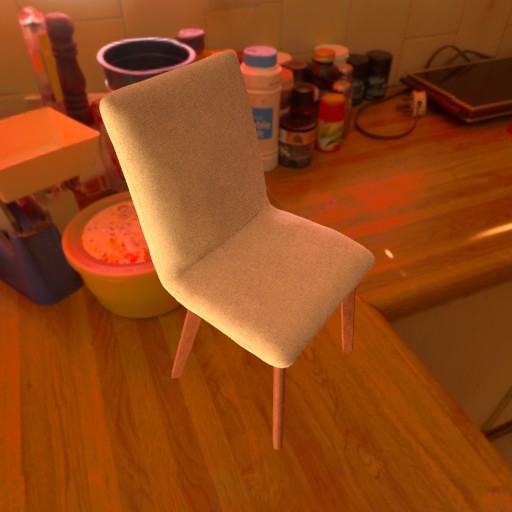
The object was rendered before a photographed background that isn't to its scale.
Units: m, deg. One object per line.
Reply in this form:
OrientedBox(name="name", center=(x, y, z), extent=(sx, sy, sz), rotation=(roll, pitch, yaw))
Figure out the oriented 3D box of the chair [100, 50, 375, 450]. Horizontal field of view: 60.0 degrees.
OrientedBox(name="chair", center=(0.000, 0.000, 1.305), extent=(0.563, 0.974, 0.522), rotation=(27, 48, 27))
